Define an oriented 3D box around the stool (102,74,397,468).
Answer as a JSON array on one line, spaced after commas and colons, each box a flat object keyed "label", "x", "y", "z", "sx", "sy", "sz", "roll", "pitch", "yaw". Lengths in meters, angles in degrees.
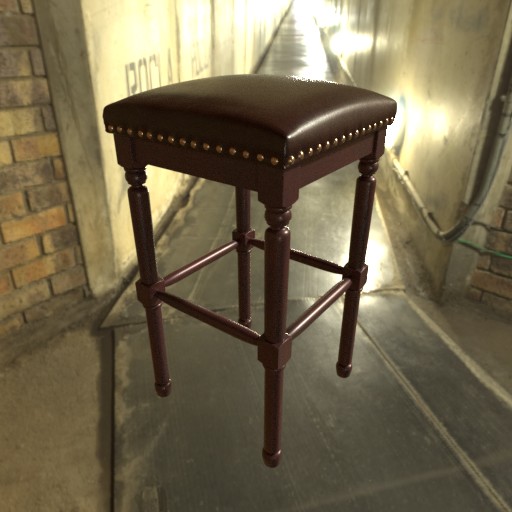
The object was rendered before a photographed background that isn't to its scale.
[{"label": "stool", "x": 0.000, "y": 0.000, "z": 0.926, "sx": 0.382, "sy": 0.702, "sz": 0.383, "roll": 19, "pitch": 33, "yaw": 32}]
